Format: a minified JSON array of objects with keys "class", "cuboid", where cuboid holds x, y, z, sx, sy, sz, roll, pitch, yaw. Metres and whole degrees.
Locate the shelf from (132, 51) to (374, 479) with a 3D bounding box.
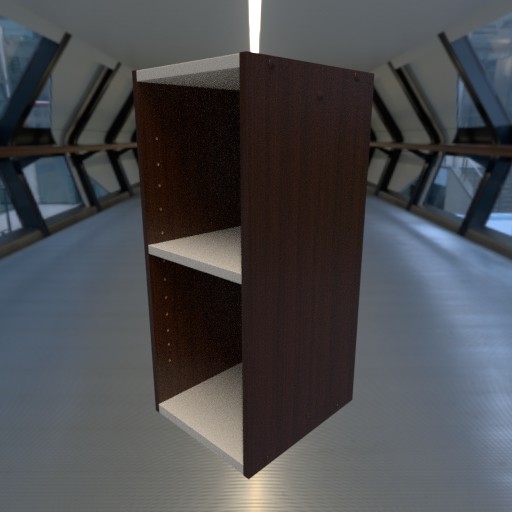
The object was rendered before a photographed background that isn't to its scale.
[{"class":"shelf","cuboid":[0.000,0.000,0.778,0.253,0.600,0.290,15,21,42]}]
